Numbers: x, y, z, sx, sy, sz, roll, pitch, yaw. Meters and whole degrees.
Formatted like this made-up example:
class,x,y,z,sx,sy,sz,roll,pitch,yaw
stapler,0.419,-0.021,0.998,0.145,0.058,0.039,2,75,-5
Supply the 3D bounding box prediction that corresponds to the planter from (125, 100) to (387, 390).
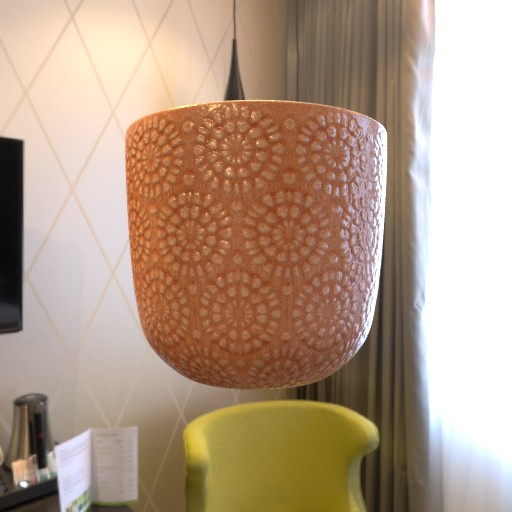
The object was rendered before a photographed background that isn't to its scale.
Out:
class,x,y,z,sx,sy,sz,roll,pitch,yaw
planter,0.000,0.000,0.368,0.208,0.190,0.208,0,1,0
